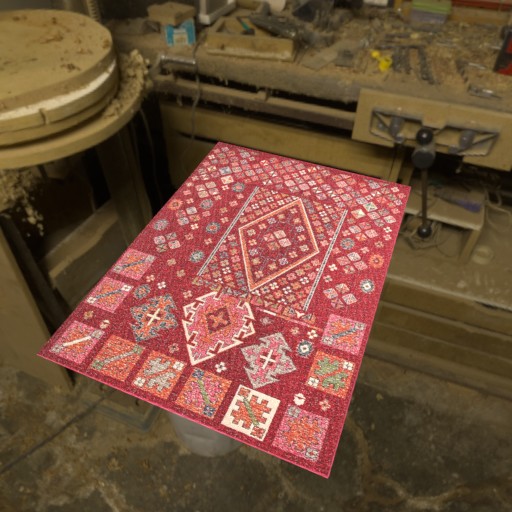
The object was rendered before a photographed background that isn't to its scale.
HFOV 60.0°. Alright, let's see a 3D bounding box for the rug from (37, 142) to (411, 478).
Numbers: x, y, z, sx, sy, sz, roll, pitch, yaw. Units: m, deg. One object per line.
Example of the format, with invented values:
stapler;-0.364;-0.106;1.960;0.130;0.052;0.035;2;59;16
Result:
rug;0.000;0.000;2.797;1.579;0.007;2.184;17;49;15
